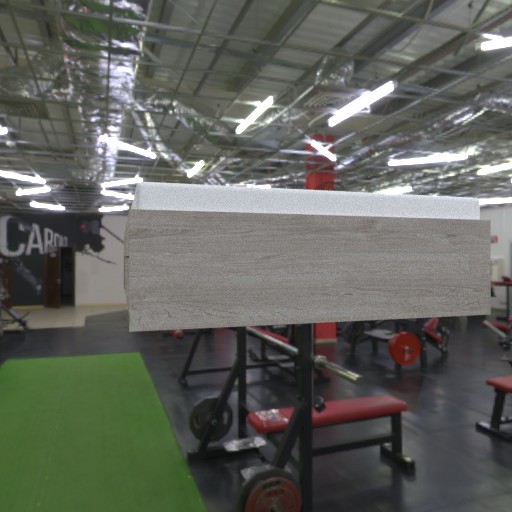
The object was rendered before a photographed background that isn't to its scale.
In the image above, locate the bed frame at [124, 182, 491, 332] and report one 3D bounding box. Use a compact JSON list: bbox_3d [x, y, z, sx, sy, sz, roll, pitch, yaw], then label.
[{"bbox_3d":[0.000,0.000,2.563,1.448,0.490,1.944,0,0,-17],"label":"bed frame"}]
